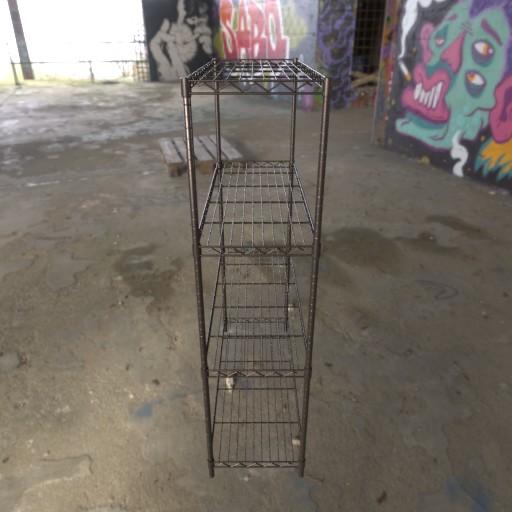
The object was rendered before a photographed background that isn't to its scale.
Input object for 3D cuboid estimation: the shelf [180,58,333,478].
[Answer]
[{"bbox_3d":[0.000,0.000,1.716,0.352,1.361,0.907,0,27,0],"label":"shelf"}]
